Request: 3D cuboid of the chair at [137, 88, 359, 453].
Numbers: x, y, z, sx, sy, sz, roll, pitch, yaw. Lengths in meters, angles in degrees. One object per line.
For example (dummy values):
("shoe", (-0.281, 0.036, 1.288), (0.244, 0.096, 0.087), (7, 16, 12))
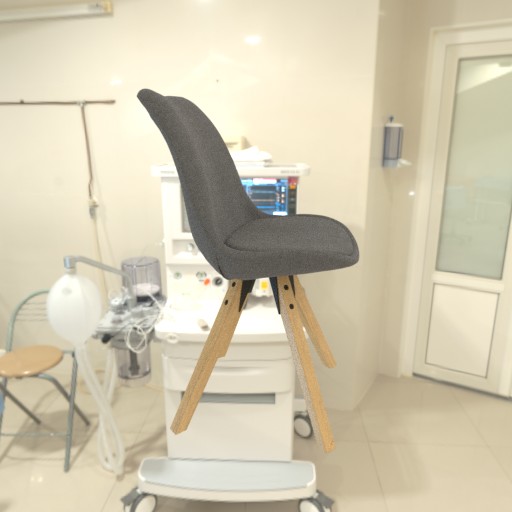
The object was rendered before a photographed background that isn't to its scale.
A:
("chair", (0.000, 0.000, 1.214), (0.550, 0.850, 0.485), (3, 15, 10))
